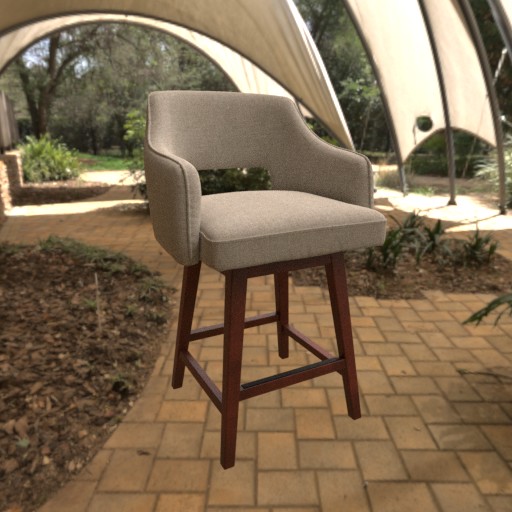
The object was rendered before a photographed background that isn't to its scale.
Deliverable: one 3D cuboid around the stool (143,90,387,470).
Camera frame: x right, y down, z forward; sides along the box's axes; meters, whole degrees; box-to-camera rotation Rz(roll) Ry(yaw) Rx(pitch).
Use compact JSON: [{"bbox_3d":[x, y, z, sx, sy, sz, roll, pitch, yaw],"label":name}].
[{"bbox_3d":[0.000,0.000,1.307,0.599,0.944,0.558,-9,18,-27],"label":"stool"}]
